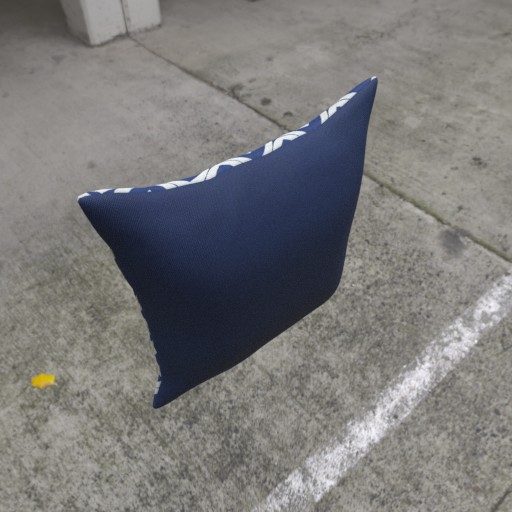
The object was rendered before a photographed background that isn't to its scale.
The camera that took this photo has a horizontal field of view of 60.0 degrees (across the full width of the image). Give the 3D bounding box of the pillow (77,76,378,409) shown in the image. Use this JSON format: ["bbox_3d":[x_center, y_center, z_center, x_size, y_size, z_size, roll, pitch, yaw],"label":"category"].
[{"bbox_3d":[0.000,0.000,0.767,0.504,0.494,0.188,-30,52,-27],"label":"pillow"}]
